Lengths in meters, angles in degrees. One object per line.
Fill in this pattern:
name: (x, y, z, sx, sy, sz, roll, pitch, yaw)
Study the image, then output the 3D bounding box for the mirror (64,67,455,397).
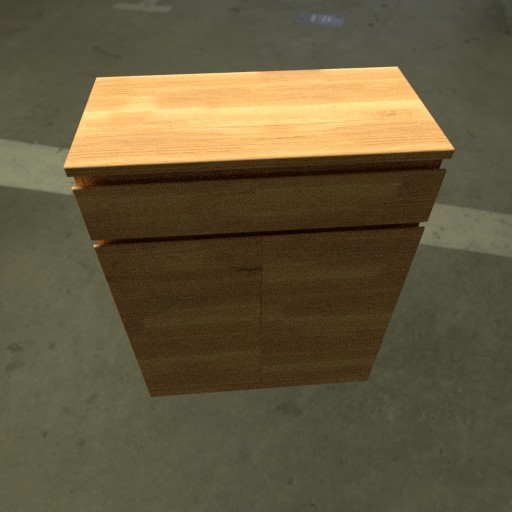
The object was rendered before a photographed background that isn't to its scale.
mirror: (0.000, 0.000, 1.401, 0.800, 1.000, 0.400, -3, 47, -3)
